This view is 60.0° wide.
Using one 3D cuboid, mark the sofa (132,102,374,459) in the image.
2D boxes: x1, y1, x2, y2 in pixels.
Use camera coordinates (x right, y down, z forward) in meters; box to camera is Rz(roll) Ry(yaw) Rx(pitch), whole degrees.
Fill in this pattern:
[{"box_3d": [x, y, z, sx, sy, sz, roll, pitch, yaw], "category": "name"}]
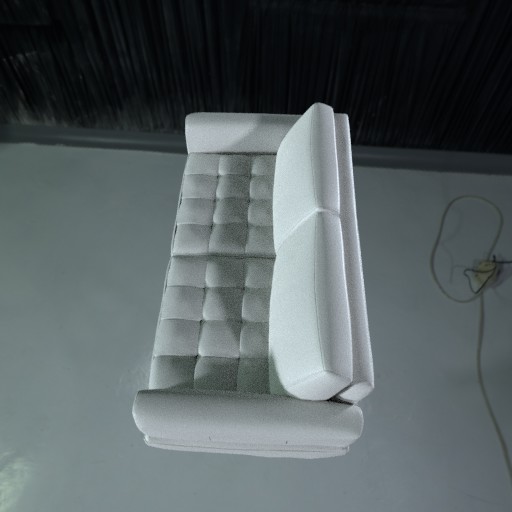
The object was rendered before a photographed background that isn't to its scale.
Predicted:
[{"box_3d": [0.000, 0.000, 2.690, 1.121, 0.930, 2.177, 2, 58, 1], "category": "sofa"}]
